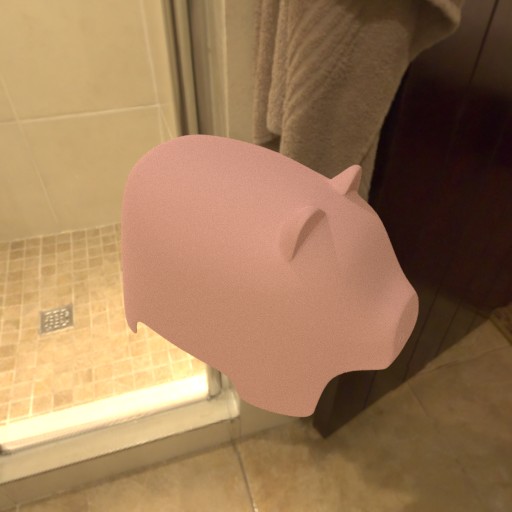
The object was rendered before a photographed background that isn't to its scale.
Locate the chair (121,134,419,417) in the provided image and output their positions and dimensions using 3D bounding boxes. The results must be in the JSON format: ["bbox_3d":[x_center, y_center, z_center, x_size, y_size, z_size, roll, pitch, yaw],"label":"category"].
[{"bbox_3d":[0.000,0.000,0.853,0.619,0.423,0.364,26,48,26],"label":"chair"}]
